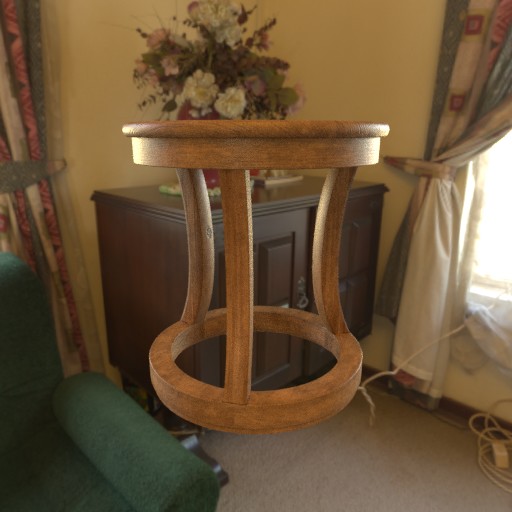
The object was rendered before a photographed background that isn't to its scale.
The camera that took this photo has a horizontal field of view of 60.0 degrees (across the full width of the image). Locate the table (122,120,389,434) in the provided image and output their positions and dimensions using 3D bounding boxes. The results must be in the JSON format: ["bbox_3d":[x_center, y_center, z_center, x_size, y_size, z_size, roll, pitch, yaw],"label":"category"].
[{"bbox_3d":[0.000,0.000,0.805,0.432,0.460,0.432,0,15,0],"label":"table"}]
